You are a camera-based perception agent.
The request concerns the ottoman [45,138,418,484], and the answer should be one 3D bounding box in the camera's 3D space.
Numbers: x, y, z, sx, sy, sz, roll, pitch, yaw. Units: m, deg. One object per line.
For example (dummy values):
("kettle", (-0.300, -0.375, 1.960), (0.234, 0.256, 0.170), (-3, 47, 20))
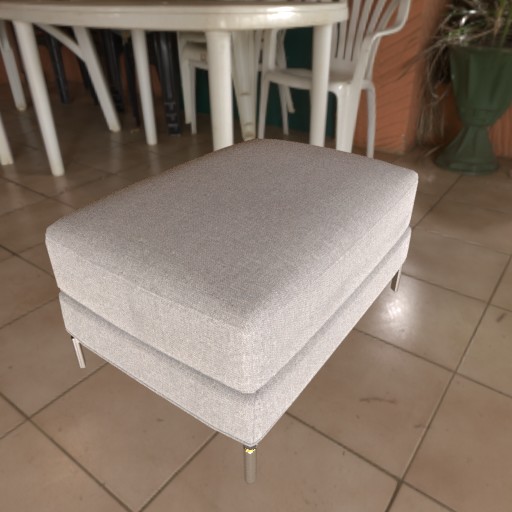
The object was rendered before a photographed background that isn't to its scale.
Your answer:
("ottoman", (0.000, 0.000, 1.168), (0.584, 0.457, 0.838), (20, 37, 30))
